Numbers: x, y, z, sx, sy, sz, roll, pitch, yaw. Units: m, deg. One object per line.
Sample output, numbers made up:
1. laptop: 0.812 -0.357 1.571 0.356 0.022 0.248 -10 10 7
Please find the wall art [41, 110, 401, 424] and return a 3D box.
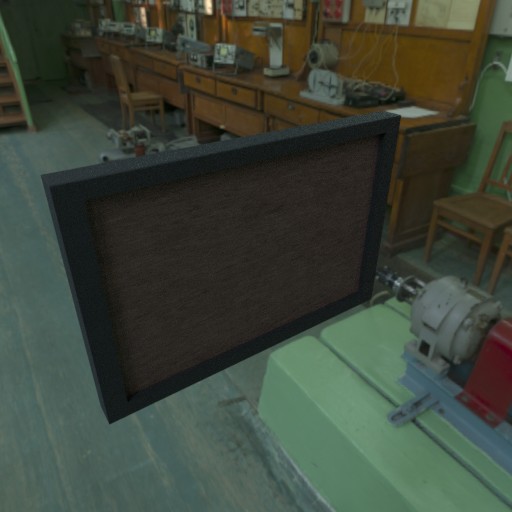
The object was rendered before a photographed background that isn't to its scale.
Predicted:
1. wall art: 0.000 0.000 0.859 0.671 0.456 0.051 -19 36 -29
